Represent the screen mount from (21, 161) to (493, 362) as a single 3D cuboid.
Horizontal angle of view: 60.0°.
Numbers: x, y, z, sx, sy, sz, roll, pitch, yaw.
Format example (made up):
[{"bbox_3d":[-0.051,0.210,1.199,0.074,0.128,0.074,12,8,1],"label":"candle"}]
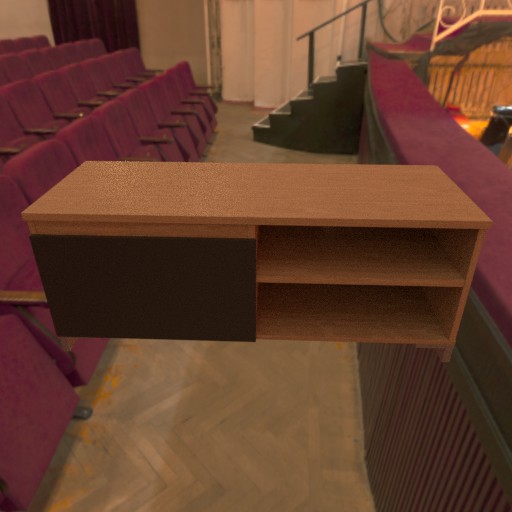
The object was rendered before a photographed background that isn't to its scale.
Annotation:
[{"bbox_3d":[0.000,0.000,1.298,1.084,0.432,0.406,1,29,2],"label":"screen mount"}]
